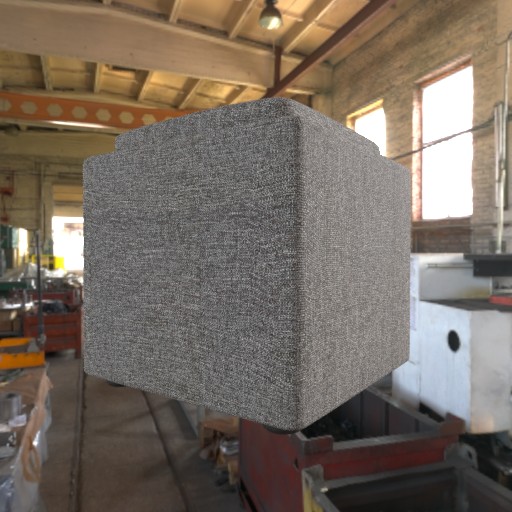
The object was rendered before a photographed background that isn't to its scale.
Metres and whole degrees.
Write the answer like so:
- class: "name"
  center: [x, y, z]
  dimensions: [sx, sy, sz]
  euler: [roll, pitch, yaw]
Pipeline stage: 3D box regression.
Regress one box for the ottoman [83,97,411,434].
- class: "ottoman"
  center: [0.000, 0.000, 0.836]
  dimensions: [0.450, 0.460, 0.450]
  euler: [1, 1, 36]
